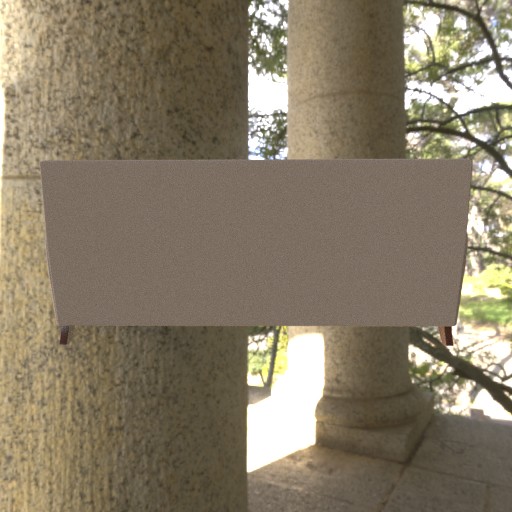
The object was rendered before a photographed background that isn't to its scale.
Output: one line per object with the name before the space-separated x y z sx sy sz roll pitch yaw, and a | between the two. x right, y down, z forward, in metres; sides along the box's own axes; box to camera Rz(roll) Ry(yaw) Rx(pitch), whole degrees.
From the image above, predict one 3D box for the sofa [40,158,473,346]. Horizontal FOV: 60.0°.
sofa | 0.000 0.000 2.366 2.000 0.846 0.875 0 -1 1
